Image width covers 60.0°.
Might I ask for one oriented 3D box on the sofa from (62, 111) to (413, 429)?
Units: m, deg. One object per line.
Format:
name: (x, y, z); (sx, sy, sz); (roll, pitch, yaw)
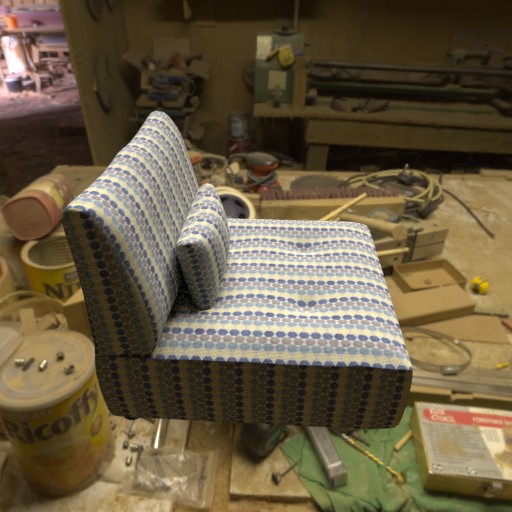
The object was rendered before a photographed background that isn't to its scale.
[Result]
sofa: (0.000, 0.000, 1.669); (1.000, 0.830, 0.930); (2, 33, 3)
